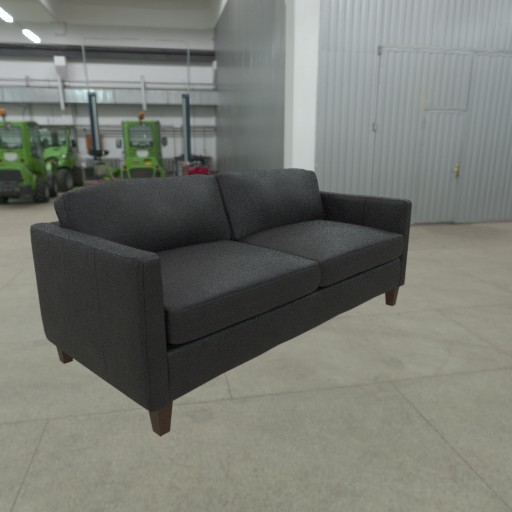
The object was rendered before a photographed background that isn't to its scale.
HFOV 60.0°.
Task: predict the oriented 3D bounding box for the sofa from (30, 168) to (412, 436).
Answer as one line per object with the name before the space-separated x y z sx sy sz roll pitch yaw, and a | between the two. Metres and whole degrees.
sofa | 0.000 0.000 2.397 0.933 0.863 1.971 13 20 42
